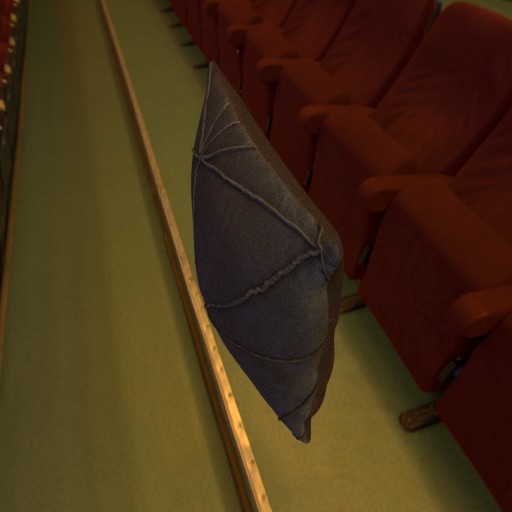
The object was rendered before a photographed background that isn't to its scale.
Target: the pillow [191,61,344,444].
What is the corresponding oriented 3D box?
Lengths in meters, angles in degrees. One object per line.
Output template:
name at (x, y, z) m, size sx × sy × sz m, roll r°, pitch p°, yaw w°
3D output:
pillow at (0.000, 0.000, 0.684) m, size 0.183 × 0.440 × 0.439 m, roll -14°, pitch 47°, yaw -14°
